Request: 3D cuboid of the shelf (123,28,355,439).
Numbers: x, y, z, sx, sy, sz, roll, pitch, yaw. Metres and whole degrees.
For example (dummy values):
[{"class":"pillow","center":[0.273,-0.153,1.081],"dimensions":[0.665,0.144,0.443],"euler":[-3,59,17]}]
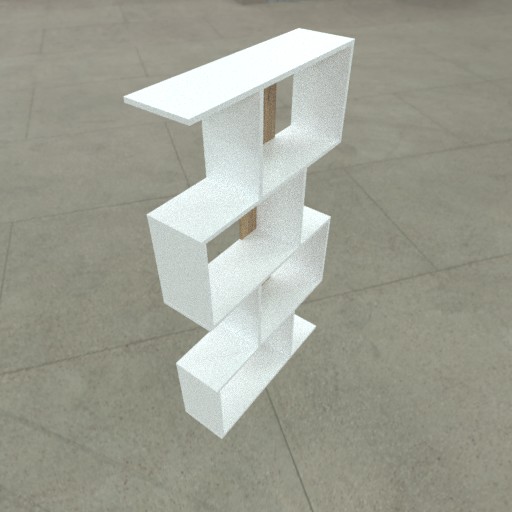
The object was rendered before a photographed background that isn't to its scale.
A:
[{"class":"shelf","center":[0.000,0.000,1.975],"dimensions":[0.250,1.650,0.890],"euler":[26,47,27]}]
